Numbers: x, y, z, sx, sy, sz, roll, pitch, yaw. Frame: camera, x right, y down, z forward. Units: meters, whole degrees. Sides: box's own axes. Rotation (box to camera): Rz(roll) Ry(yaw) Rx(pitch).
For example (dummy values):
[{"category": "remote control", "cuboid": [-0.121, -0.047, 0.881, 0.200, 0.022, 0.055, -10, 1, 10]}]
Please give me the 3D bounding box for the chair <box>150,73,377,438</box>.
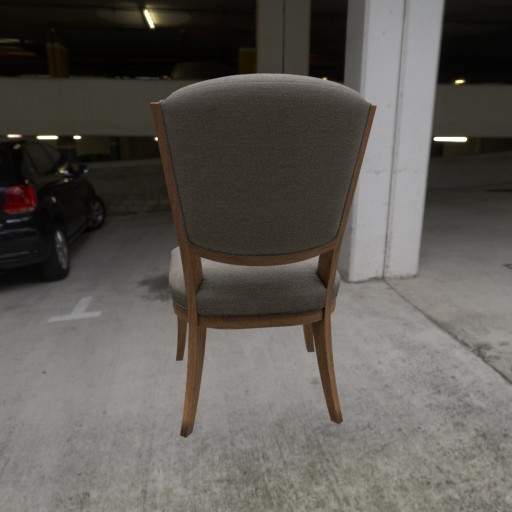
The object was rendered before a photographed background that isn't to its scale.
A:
[{"category": "chair", "cuboid": [0.000, 0.000, 1.262, 0.513, 0.905, 0.584, -2, 16, -7]}]
